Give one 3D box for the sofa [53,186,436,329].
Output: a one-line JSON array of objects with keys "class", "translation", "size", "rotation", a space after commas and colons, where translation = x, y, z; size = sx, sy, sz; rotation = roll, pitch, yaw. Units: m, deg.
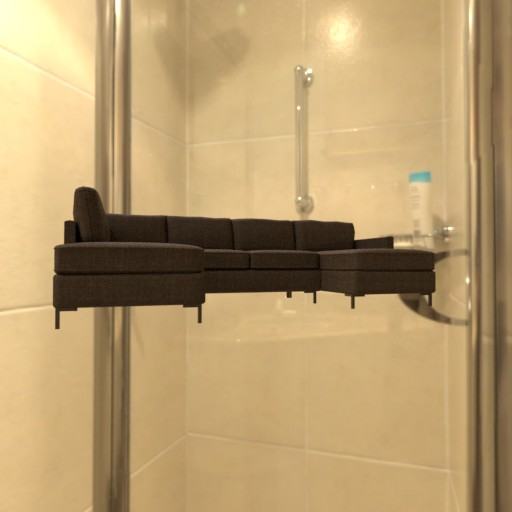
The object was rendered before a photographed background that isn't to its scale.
[{"class": "sofa", "translation": [0.000, 0.000, 4.335], "size": [3.423, 0.999, 2.048], "rotation": [0, -1, -18]}]
